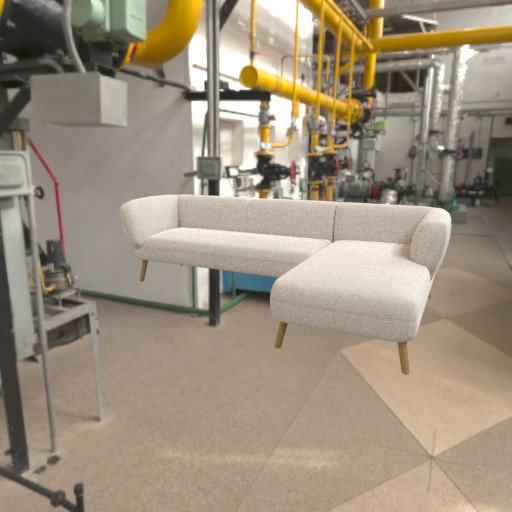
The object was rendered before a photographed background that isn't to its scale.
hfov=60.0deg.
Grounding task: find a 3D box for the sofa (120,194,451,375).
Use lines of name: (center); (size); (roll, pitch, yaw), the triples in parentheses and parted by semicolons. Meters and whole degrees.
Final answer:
sofa: (0.000, 0.000, 3.380); (2.660, 0.730, 1.610); (6, 15, 25)
